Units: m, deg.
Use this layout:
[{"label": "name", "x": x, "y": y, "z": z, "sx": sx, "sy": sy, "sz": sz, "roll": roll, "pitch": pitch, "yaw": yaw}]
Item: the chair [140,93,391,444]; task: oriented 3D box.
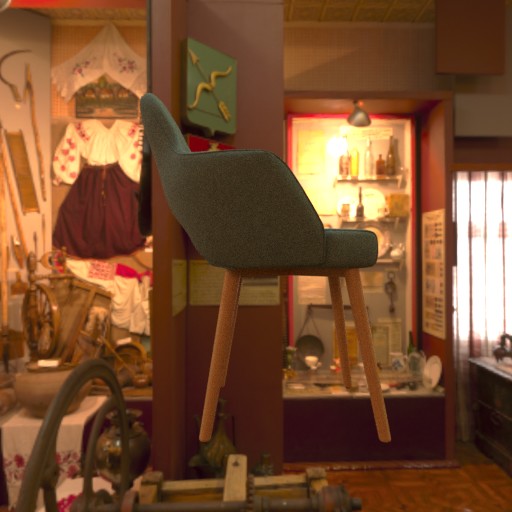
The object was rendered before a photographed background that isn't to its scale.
[{"label": "chair", "x": 0.000, "y": 0.000, "z": 1.319, "sx": 0.666, "sy": 0.920, "sz": 0.589, "roll": 0, "pitch": 0, "yaw": 0}]
